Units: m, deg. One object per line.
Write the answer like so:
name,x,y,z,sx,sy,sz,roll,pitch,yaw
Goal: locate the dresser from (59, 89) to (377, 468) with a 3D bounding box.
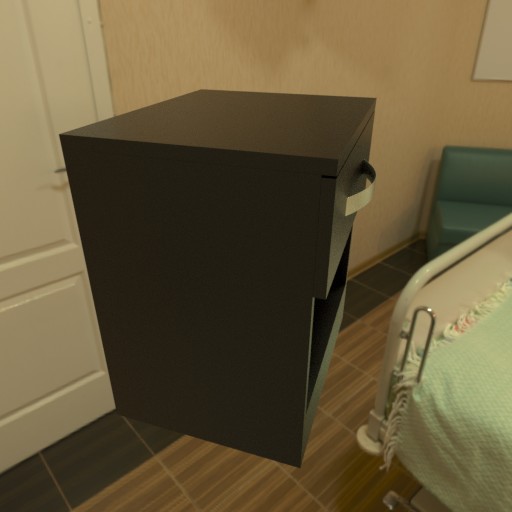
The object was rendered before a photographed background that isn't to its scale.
dresser,0.000,0.000,0.754,0.360,0.470,0.400,9,30,16
